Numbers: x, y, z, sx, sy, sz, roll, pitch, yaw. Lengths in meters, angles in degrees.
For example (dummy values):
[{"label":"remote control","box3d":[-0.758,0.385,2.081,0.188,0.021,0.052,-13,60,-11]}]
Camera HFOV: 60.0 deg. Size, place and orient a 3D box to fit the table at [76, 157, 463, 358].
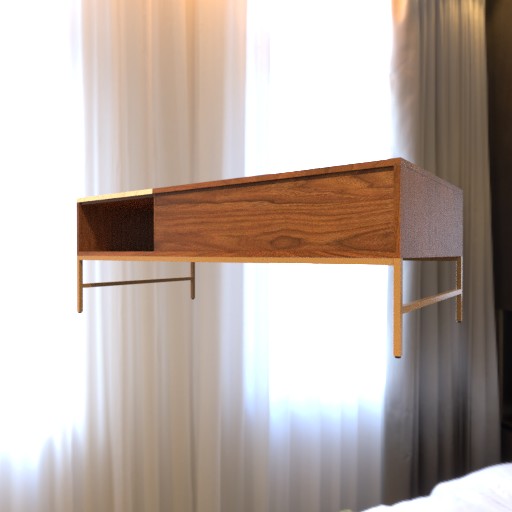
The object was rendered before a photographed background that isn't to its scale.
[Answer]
[{"label":"table","box3d":[0.000,0.000,1.986,1.553,0.551,0.789,0,1,36]}]
